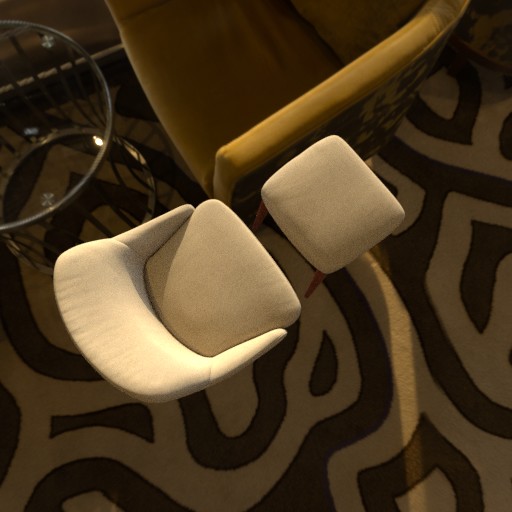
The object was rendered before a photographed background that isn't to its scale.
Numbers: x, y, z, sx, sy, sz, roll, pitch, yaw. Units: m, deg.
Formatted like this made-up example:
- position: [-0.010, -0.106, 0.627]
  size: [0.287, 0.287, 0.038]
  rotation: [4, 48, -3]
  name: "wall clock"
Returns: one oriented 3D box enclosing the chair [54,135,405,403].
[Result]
- position: [0.000, 0.000, 1.582]
  size: [1.114, 0.866, 0.584]
  rotation: [-36, 78, -9]
  name: "chair"
